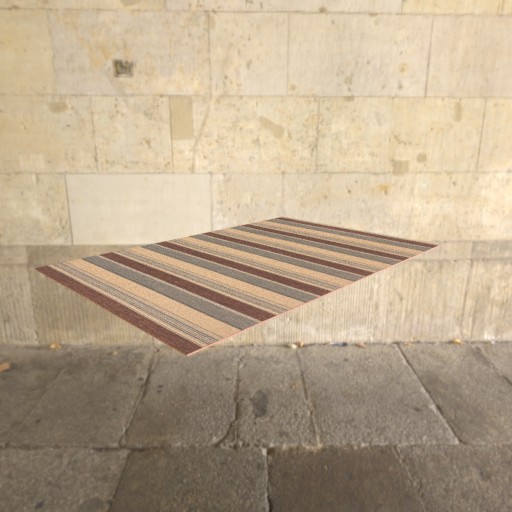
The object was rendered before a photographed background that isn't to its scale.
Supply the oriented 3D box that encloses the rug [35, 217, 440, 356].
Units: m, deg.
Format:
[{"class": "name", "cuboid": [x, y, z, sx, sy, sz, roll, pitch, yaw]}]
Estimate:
[{"class": "rug", "cuboid": [0.000, 0.000, 2.361, 1.219, 0.008, 1.829, 15, 22, 42]}]
